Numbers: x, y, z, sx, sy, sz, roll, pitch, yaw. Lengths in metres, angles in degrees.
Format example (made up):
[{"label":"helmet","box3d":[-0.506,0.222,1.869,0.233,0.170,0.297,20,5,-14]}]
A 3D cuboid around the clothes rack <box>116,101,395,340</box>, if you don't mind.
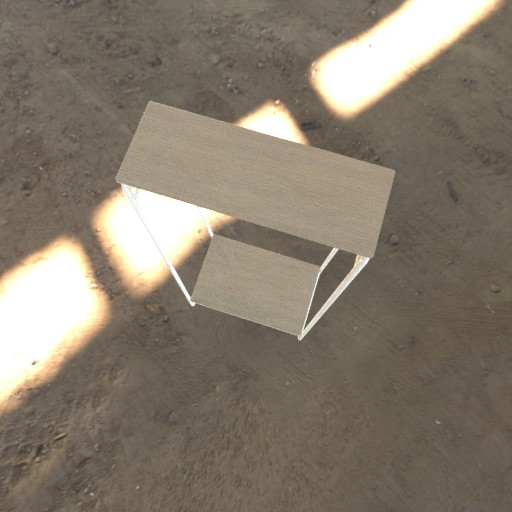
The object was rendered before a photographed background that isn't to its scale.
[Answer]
[{"label":"clothes rack","box3d":[0.000,0.000,1.799,0.640,1.512,0.400,17,76,5]}]
